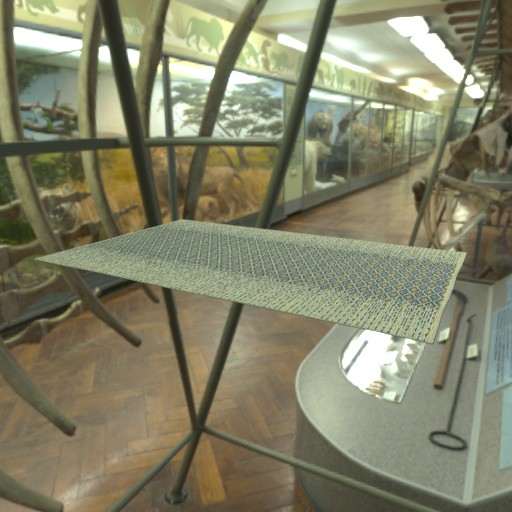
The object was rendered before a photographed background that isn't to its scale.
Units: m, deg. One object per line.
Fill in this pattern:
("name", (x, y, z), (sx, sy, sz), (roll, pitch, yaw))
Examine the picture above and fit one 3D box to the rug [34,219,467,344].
("rug", (0.000, 0.000, 2.955), (2.448, 0.008, 1.541), (9, 18, 28))
